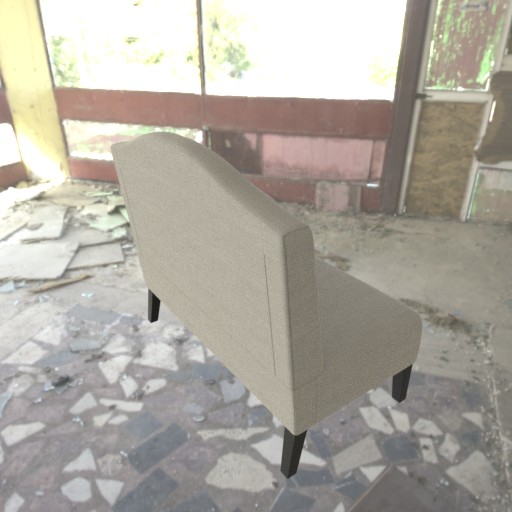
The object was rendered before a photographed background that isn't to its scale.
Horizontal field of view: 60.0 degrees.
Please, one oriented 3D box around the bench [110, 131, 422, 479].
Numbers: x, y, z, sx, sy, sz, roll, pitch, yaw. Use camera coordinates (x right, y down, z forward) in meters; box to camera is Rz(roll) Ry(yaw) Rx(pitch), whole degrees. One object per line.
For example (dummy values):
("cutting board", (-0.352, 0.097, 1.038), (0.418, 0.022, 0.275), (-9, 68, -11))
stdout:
("bench", (0.000, 0.000, 2.051), (0.815, 1.180, 1.335), (-18, 32, -32))
